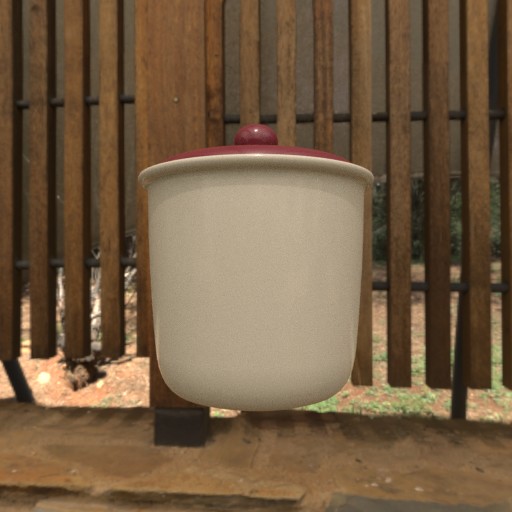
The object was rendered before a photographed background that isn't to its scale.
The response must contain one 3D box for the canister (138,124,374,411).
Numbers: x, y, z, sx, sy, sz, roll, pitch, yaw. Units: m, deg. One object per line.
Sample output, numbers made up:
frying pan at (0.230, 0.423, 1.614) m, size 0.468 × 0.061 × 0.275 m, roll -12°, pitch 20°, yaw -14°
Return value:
canister at (0.000, 0.000, 0.352) m, size 0.182 × 0.208 × 0.182 m, roll 0°, pitch -1°, yaw 0°
